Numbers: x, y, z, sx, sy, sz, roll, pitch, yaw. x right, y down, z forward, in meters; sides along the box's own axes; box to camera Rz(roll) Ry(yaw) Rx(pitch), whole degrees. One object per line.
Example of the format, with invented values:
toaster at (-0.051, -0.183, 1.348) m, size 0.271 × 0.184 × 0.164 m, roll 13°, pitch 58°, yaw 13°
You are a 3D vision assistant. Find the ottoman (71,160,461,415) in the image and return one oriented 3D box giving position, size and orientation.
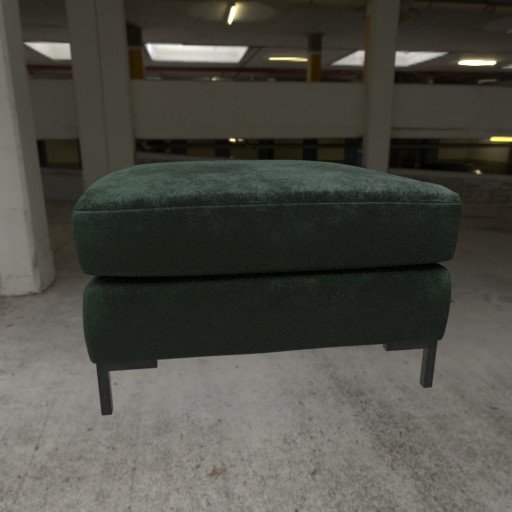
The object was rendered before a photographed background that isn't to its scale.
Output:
ottoman at (0.000, 0.000, 1.296) m, size 0.839 × 0.538 × 0.701 m, roll -2°, pitch 16°, yaw -8°
